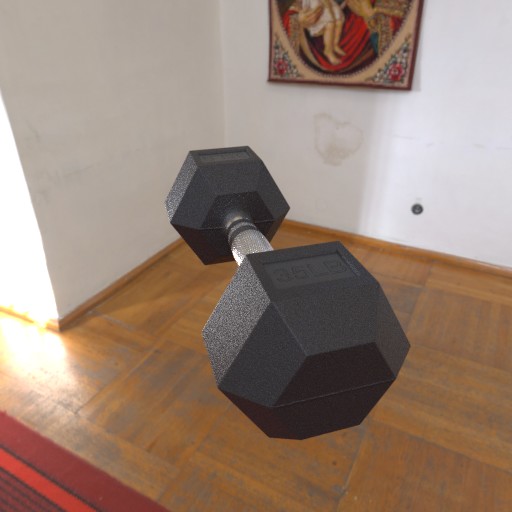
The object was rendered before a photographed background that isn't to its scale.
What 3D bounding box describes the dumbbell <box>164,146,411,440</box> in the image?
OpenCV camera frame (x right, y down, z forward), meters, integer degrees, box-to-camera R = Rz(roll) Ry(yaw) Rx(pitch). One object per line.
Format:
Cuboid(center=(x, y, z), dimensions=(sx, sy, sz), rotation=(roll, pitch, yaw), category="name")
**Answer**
Cuboid(center=(0.000, 0.000, 0.426), dimensions=(0.141, 0.123, 0.356), rotation=(-8, 31, -14), category="dumbbell")
